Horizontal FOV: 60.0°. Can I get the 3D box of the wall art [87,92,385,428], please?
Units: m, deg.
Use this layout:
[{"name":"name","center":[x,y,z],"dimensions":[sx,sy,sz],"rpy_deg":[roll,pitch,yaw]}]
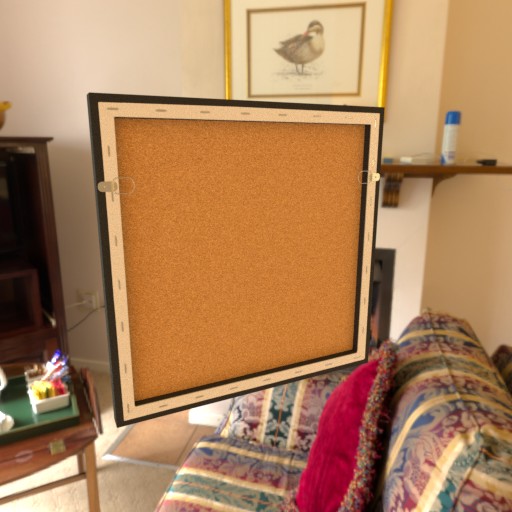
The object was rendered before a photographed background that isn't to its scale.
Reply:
[{"name":"wall art","center":[0.000,0.000,1.148],"dimensions":[0.758,0.758,0.044],"rpy_deg":[-7,15,-25]}]
